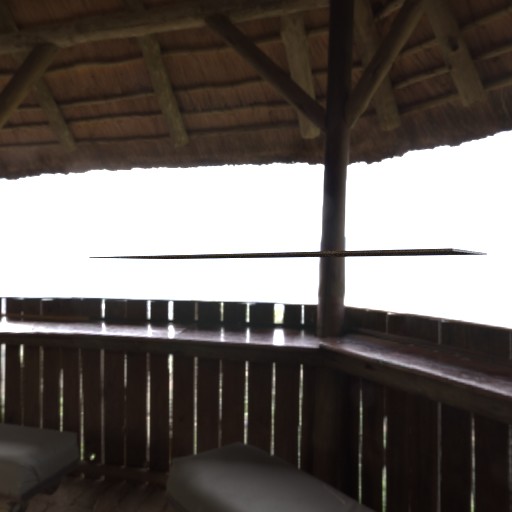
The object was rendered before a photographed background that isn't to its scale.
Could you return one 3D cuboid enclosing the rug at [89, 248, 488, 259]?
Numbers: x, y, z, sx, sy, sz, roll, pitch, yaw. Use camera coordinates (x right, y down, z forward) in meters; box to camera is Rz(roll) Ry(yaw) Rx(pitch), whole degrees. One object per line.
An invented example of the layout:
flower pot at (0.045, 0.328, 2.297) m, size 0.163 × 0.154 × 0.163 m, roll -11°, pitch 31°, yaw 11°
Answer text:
rug at (0.000, 0.000, 2.554) m, size 2.287 × 0.011 × 0.687 m, roll -1°, pitch -2°, yaw 37°
